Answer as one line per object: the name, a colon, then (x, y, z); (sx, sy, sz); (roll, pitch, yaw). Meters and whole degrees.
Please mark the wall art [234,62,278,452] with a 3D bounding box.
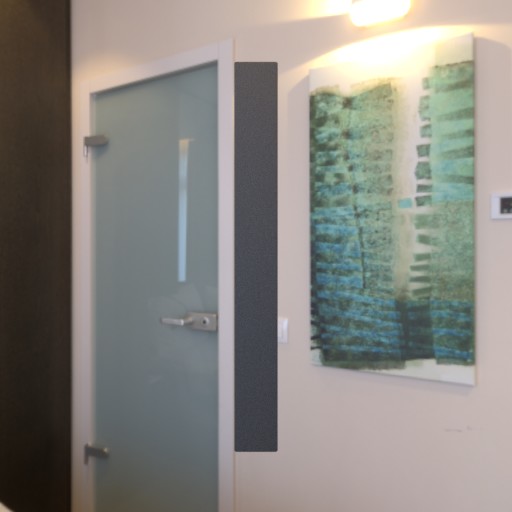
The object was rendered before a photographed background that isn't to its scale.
wall art: (0.000, 0.000, 0.853); (0.051, 0.456, 0.671); (0, 0, 0)
